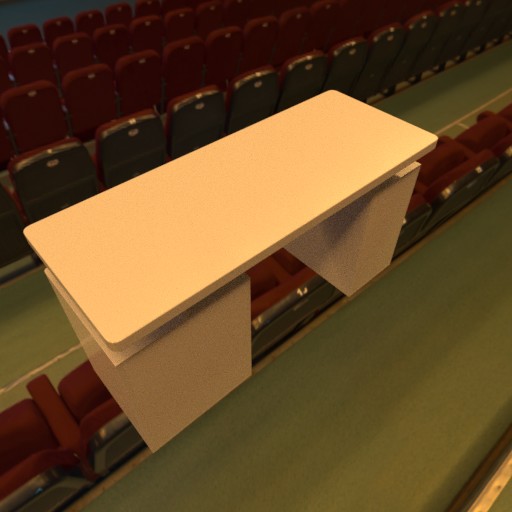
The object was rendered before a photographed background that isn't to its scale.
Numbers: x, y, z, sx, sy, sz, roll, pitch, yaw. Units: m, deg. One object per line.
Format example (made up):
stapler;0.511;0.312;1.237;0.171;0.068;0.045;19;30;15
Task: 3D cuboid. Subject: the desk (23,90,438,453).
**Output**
desk;0.000;0.000;1.781;1.400;0.762;0.550;-32;54;-28
